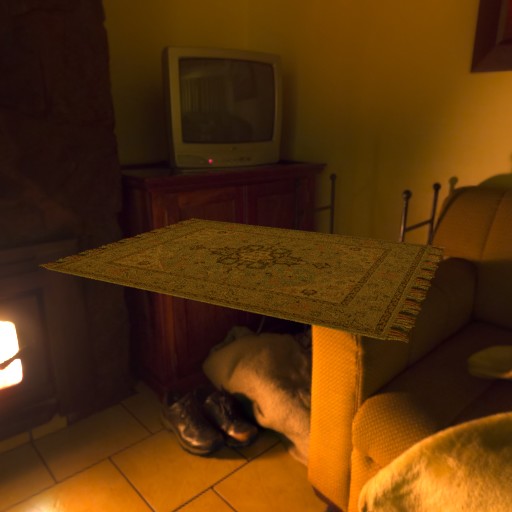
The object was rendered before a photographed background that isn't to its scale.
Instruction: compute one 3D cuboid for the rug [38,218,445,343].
[{"bbox_3d":[0.000,0.000,3.538,2.651,0.010,1.971,8,18,26],"label":"rug"}]
